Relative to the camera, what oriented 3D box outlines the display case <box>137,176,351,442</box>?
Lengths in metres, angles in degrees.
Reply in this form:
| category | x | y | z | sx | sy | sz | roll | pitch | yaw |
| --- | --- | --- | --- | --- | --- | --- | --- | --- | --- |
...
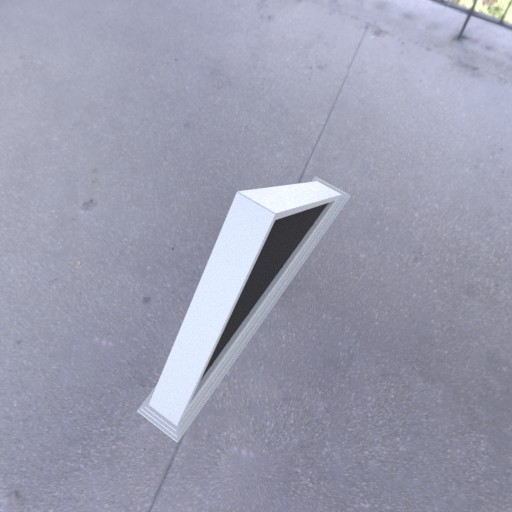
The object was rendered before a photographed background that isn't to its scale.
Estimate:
| category | x | y | z | sx | sy | sz | roll | pitch | yaw |
| --- | --- | --- | --- | --- | --- | --- | --- | --- | --- |
| display case | 0.000 | 0.000 | 0.774 | 0.095 | 0.340 | 0.640 | 31 | 68 | 14 |
